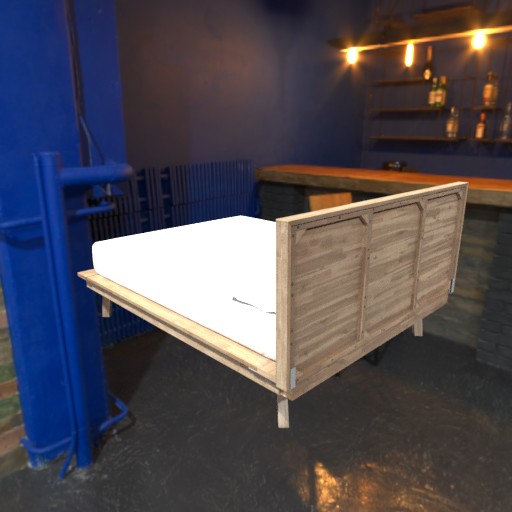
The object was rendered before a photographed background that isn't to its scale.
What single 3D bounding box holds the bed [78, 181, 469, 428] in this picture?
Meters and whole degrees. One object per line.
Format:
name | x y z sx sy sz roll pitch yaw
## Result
bed | 0.000 0.000 3.146 1.759 1.071 2.145 -15 22 -42
